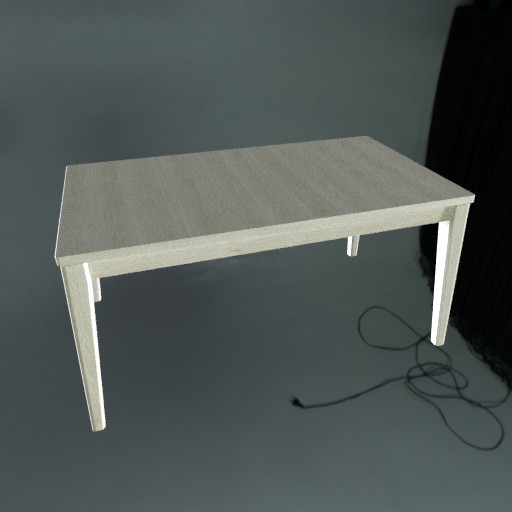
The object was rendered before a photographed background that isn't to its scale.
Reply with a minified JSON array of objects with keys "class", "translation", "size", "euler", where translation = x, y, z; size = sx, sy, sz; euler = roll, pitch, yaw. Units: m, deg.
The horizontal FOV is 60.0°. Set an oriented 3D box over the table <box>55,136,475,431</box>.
[{"class":"table","translation":[0.000,0.000,2.071],"size":[1.600,0.760,0.900],"euler":[-9,33,-15]}]
